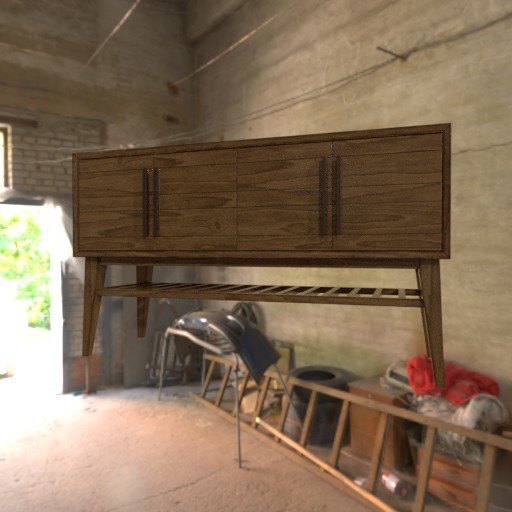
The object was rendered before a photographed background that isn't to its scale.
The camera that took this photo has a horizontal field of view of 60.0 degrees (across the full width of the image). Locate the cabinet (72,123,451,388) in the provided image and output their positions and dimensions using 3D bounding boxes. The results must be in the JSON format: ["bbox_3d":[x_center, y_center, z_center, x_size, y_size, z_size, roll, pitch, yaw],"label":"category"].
[{"bbox_3d":[0.000,0.000,1.745,1.363,0.802,0.477,0,1,18],"label":"cabinet"}]
